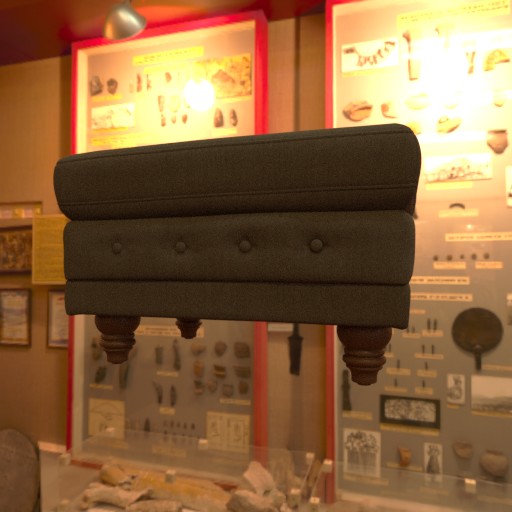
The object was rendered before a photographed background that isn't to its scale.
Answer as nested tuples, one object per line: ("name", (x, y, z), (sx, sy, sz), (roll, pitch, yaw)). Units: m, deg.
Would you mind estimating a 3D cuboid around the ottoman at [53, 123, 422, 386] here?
("ottoman", (0.000, 0.000, 1.114), (0.771, 0.500, 0.569), (0, -1, 19))
